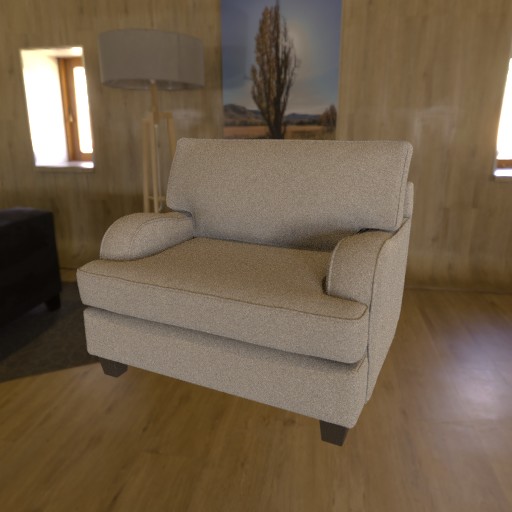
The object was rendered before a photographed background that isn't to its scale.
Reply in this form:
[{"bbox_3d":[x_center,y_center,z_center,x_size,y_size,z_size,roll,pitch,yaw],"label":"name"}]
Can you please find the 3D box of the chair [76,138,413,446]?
[{"bbox_3d":[0.000,0.000,2.006,1.220,1.016,1.040,8,18,25],"label":"chair"}]
